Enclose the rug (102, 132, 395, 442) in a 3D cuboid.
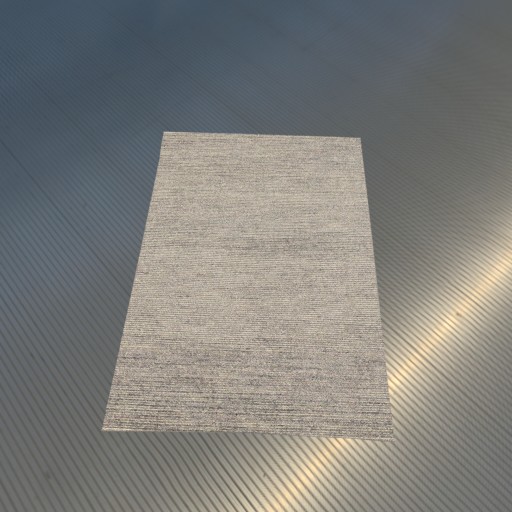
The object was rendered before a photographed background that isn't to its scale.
[{"bbox_3d":[0.000,0.000,3.005,1.604,0.030,2.307,2,59,1],"label":"rug"}]
